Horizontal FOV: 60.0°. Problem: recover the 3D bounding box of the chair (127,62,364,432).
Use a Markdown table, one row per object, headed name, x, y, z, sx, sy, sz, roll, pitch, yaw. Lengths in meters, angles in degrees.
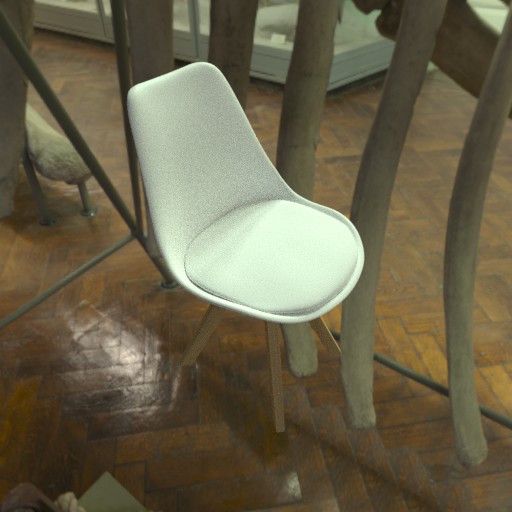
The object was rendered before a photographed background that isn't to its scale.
| name | x | y | z | sx | sy | sz | roll | pitch | yaw |
| --- | --- | --- | --- | --- | --- | --- | --- | --- | --- |
| chair | 0.000 | 0.000 | 1.183 | 0.550 | 0.849 | 0.485 | 26 | 47 | 27 |
